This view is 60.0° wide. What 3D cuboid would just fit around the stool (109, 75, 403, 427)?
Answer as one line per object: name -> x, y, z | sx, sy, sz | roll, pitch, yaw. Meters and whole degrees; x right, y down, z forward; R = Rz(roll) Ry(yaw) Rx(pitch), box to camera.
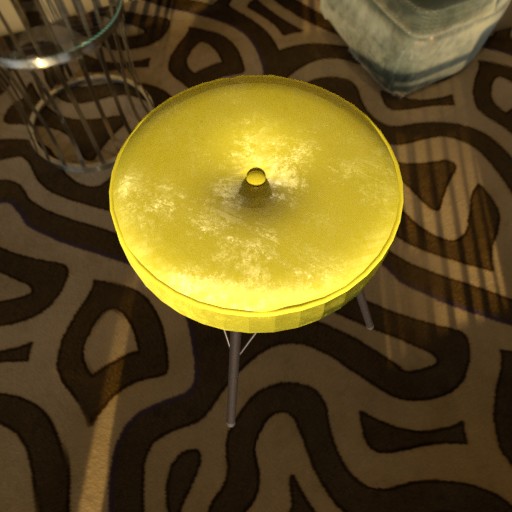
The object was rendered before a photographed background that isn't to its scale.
stool -> 0.000, 0.000, 0.829 | 0.409, 0.508, 0.409 | -31, 67, -15
